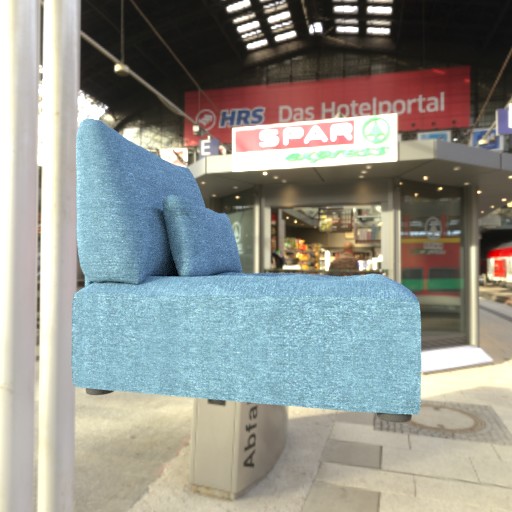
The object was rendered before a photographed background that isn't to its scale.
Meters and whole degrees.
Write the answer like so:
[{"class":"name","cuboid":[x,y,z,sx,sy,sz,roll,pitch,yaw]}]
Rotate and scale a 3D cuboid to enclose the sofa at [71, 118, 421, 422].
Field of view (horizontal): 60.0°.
[{"class":"sofa","cuboid":[0.000,0.000,1.514,1.000,0.820,0.700,0,-1,16]}]
